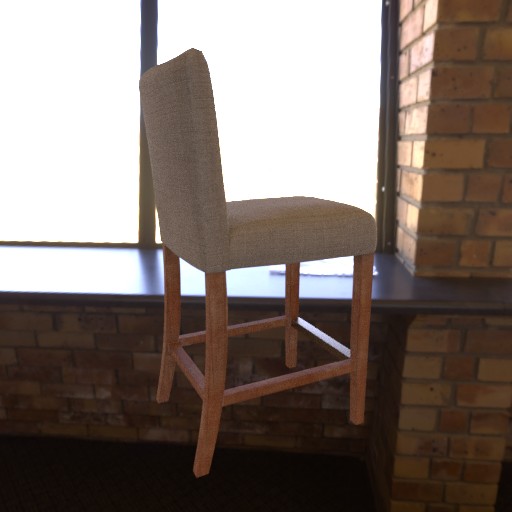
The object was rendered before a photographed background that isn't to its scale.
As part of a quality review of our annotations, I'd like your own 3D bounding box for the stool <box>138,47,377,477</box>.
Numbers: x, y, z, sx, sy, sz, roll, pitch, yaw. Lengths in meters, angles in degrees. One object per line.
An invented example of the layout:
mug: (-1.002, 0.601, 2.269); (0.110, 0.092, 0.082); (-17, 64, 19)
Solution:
stool: (0.000, 0.000, 1.324); (0.567, 1.039, 0.454); (-7, 16, -26)
